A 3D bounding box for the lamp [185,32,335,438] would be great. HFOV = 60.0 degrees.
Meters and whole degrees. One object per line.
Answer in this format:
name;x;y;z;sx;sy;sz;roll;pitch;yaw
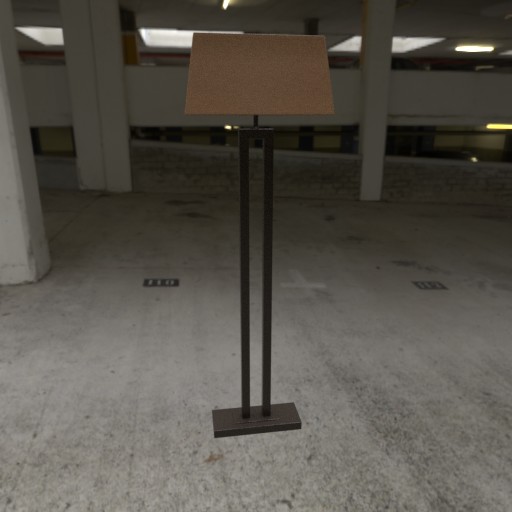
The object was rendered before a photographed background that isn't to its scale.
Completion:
lamp;0.000;0.000;1.642;0.475;1.469;0.233;-3;18;-8
